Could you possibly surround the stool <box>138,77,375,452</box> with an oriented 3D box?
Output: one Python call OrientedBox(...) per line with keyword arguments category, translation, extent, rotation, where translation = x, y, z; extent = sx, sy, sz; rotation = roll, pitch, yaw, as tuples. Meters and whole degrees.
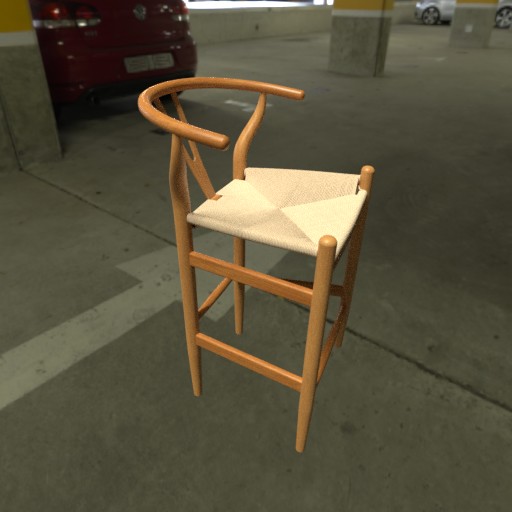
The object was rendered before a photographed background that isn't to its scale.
OrientedBox(category="stool", translation=(0.000, 0.000, 1.363), extent=(0.579, 0.970, 0.569), rotation=(12, 33, 19))
